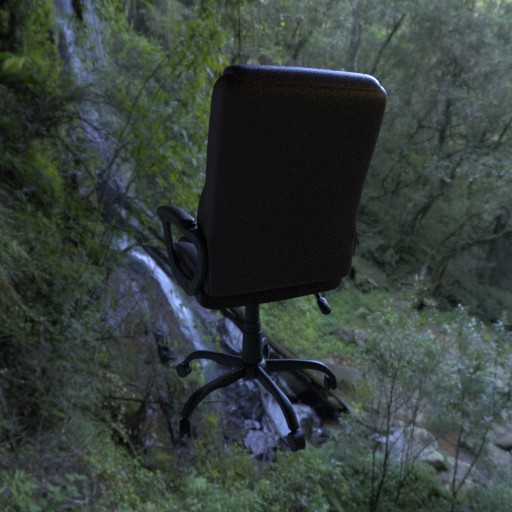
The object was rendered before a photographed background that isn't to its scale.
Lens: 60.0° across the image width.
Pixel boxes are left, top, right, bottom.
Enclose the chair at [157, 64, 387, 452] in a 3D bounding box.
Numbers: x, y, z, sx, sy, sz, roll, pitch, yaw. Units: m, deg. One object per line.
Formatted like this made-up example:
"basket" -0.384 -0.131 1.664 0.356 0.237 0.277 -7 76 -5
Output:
"chair" 0.000 0.000 1.447 0.615 1.072 0.655 -7 16 -25
